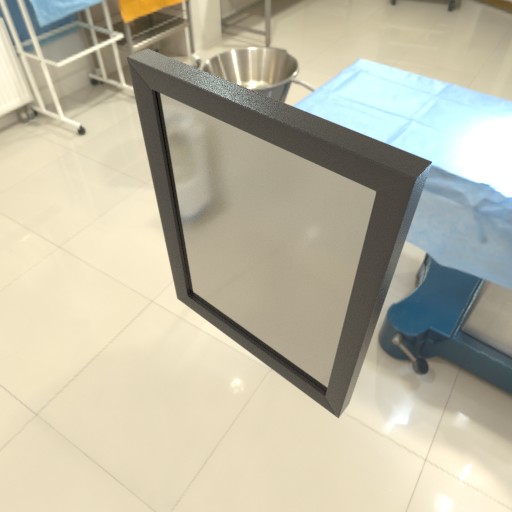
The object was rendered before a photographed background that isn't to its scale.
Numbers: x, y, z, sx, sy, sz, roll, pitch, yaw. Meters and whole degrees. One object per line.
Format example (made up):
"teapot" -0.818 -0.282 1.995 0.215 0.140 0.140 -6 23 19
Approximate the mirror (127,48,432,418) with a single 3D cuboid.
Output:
"mirror" 0.000 0.000 0.679 0.405 0.508 0.041 31 54 26
